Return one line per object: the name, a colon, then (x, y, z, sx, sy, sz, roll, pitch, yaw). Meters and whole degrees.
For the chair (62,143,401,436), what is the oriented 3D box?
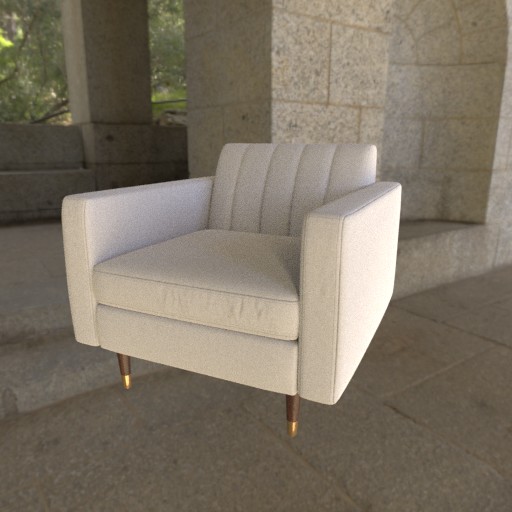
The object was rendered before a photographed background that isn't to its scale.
chair: (0.000, 0.000, 1.671, 0.953, 0.819, 0.998, 7, 16, 24)
